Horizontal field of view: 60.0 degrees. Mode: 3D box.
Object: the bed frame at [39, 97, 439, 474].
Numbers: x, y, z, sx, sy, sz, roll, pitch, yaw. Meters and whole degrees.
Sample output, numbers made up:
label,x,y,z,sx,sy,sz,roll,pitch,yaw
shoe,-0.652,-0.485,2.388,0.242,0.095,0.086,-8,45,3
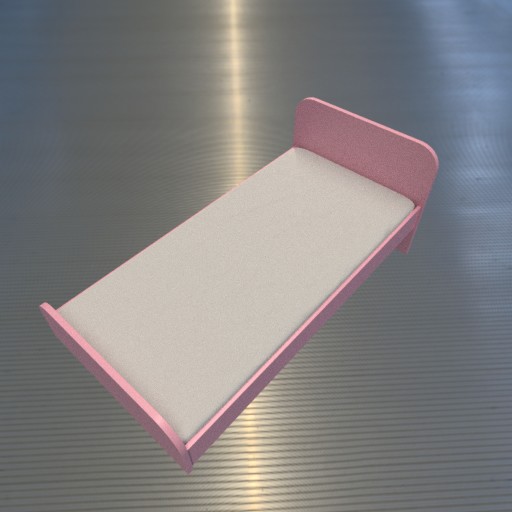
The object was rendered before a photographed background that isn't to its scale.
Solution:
label,x,y,z,sx,sy,sz,roll,pitch,yaw
bed frame,0.000,0.000,2.420,0.998,0.805,1.963,33,56,27
